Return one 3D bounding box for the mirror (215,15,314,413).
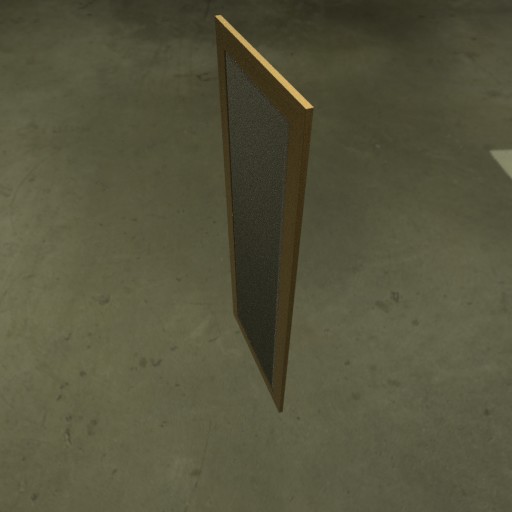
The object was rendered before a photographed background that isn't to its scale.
[{"bbox_3d":[0.000,0.000,2.269,0.025,2.031,0.812,-17,49,-15],"label":"mirror"}]
